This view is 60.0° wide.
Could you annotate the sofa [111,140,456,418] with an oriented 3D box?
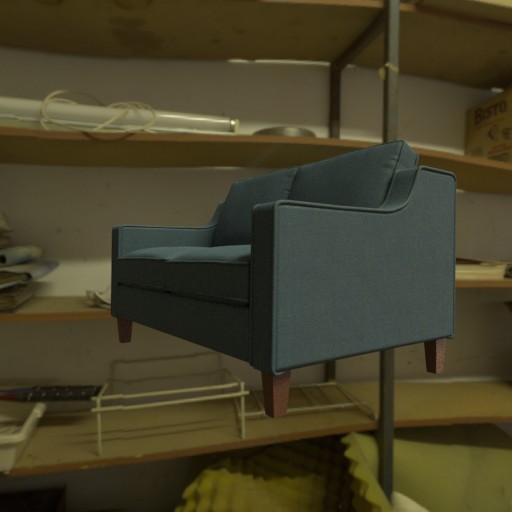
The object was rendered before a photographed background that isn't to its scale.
[{"bbox_3d":[0.000,0.000,2.166,0.987,0.971,1.501,0,1,-36],"label":"sofa"}]
